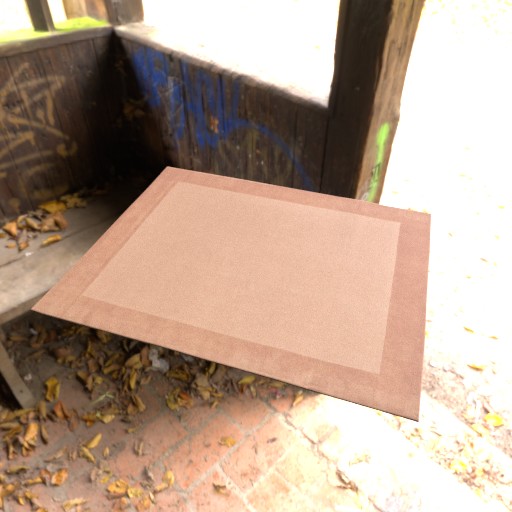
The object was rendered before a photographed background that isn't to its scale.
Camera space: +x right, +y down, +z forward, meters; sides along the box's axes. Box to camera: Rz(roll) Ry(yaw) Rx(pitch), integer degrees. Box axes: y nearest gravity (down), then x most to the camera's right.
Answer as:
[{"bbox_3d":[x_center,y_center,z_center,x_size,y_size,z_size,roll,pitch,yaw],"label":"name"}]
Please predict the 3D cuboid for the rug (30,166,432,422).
[{"bbox_3d":[0.000,0.000,4.105,3.057,0.021,2.431,12,43,14],"label":"rug"}]
